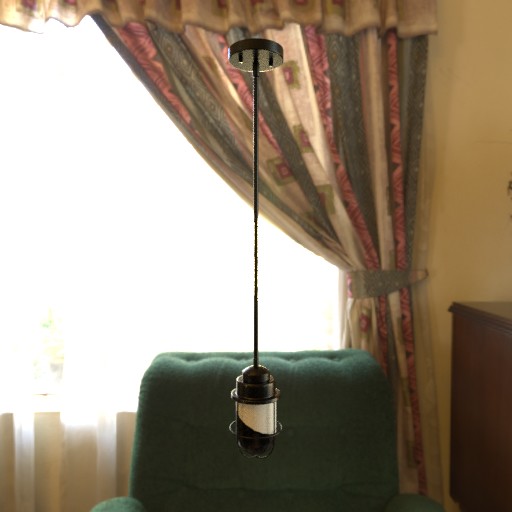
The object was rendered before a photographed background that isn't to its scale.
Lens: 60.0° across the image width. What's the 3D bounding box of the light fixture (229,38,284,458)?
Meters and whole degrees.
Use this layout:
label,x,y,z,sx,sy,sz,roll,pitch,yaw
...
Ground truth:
label,x,y,z,sx,sy,sz,roll,pitch,yaw
light fixture,0.000,0.000,1.005,0.123,0.920,0.123,0,1,-18
